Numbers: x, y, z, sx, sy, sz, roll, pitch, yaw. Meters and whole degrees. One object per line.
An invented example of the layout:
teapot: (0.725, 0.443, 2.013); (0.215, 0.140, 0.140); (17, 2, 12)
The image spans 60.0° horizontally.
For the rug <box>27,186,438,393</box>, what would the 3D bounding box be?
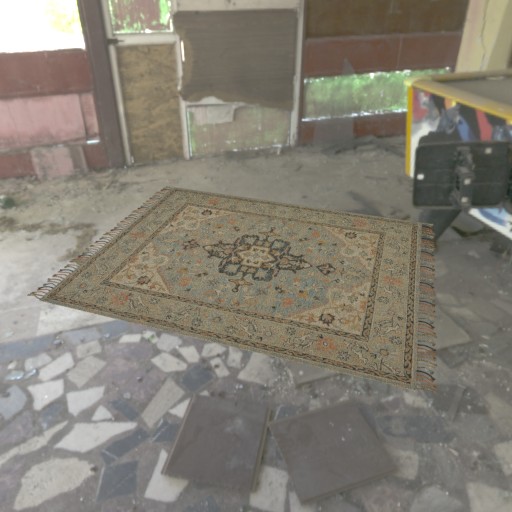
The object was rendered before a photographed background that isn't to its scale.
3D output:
rug: (0.000, 0.000, 3.448); (2.651, 0.010, 1.971); (10, 34, 15)
